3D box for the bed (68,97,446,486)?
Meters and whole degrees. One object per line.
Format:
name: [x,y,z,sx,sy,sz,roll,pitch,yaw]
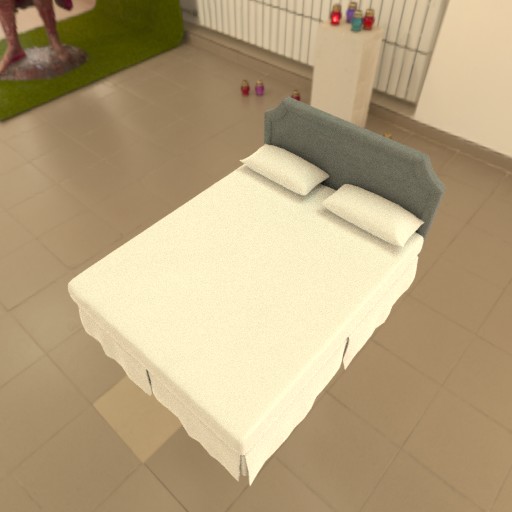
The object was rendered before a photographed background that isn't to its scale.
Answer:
bed: [0.000,0.000,3.581,1.977,1.306,2.464,33,55,27]
